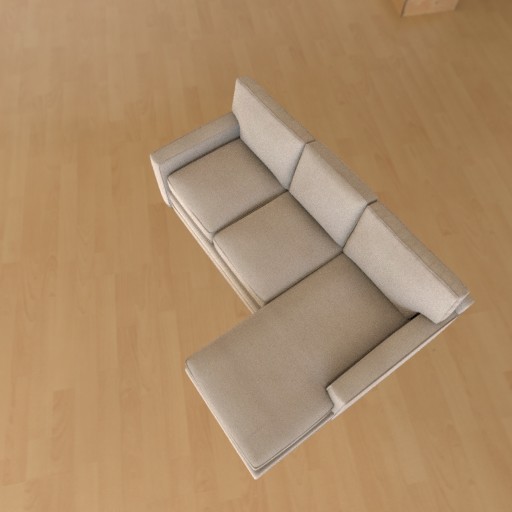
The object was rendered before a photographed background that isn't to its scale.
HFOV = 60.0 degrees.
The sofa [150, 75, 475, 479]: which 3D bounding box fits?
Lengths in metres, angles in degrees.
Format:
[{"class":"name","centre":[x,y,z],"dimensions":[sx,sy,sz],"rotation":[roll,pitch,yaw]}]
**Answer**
[{"class":"sofa","centre":[0.000,0.000,2.845],"dimensions":[1.496,0.861,2.087],"rotation":[-32,66,-16]}]
